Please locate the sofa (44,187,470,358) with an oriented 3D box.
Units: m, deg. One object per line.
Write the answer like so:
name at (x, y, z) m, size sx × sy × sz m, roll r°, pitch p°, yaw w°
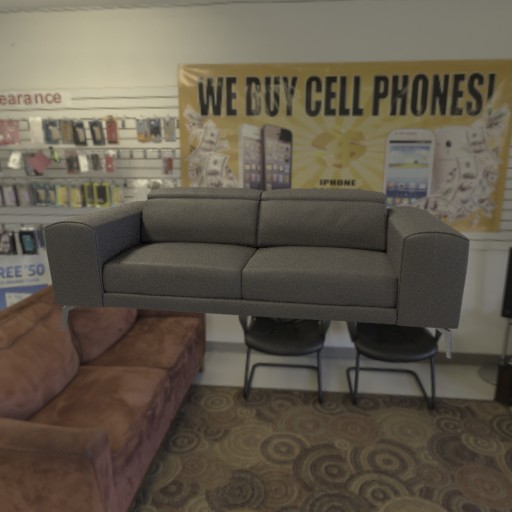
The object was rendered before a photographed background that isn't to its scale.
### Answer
sofa at (0.000, 0.000, 2.894) m, size 2.330 × 0.814 × 1.048 m, roll 2°, pitch 14°, yaw 9°
